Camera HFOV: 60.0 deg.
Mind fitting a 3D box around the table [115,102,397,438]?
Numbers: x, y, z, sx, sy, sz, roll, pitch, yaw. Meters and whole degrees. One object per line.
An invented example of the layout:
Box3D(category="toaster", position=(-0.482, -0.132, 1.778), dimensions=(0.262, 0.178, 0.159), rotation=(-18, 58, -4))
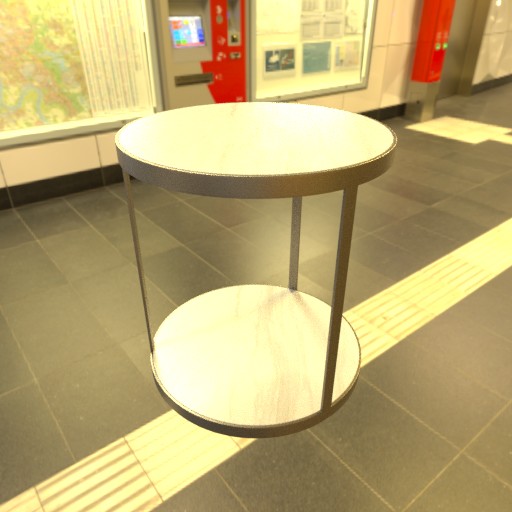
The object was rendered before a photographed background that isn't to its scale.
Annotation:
Box3D(category="table", position=(0.000, 0.000, 0.844), dimensions=(0.445, 0.479, 0.445), rotation=(0, 30, 0))
